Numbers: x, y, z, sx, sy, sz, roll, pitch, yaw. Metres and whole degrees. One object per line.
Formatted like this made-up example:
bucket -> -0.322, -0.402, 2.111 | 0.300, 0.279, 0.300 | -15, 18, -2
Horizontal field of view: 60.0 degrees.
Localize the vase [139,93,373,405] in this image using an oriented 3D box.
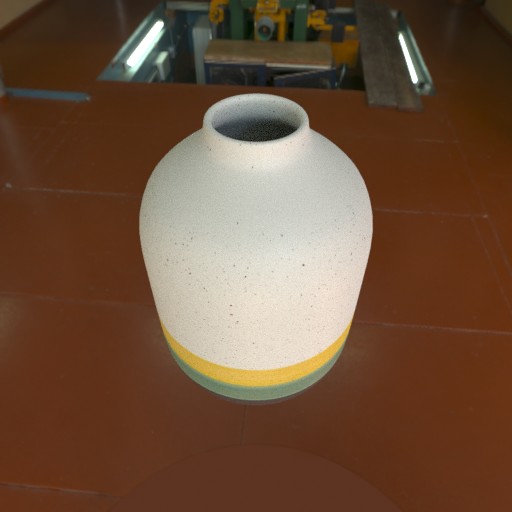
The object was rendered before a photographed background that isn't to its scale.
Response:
vase -> 0.000, 0.000, 0.353 | 0.169, 0.240, 0.169 | 0, 45, 0
